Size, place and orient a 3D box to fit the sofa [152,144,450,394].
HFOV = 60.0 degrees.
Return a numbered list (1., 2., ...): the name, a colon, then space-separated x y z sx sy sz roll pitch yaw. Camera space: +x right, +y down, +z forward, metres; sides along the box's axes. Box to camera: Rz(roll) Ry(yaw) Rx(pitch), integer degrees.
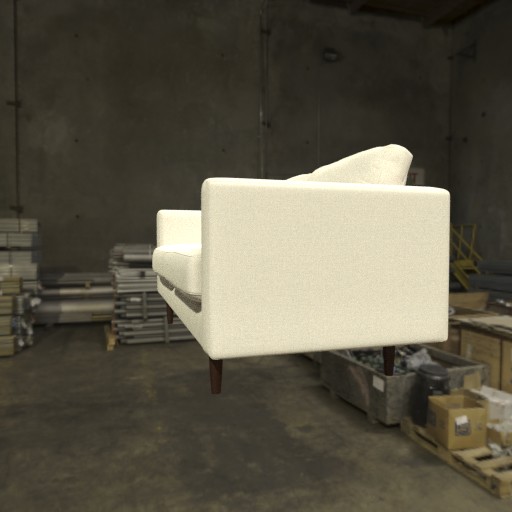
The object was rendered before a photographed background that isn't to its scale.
1. sofa: 0.000 0.000 2.257 0.940 0.893 1.713 -1 2 -17
